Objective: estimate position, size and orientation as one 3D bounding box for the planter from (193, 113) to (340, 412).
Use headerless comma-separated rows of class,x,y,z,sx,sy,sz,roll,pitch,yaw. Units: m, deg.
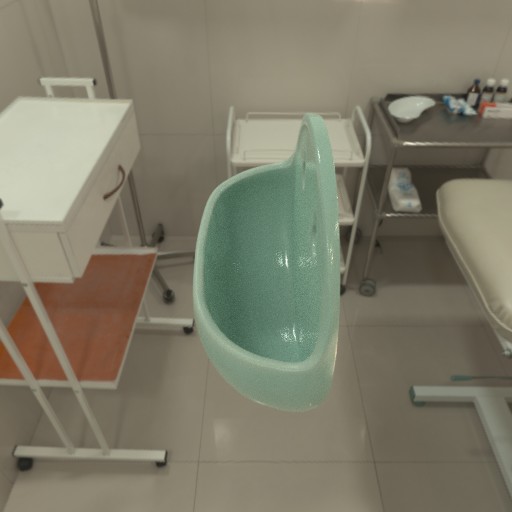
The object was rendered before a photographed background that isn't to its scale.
planter,0.000,0.000,0.274,0.073,0.164,0.189,0,41,0
